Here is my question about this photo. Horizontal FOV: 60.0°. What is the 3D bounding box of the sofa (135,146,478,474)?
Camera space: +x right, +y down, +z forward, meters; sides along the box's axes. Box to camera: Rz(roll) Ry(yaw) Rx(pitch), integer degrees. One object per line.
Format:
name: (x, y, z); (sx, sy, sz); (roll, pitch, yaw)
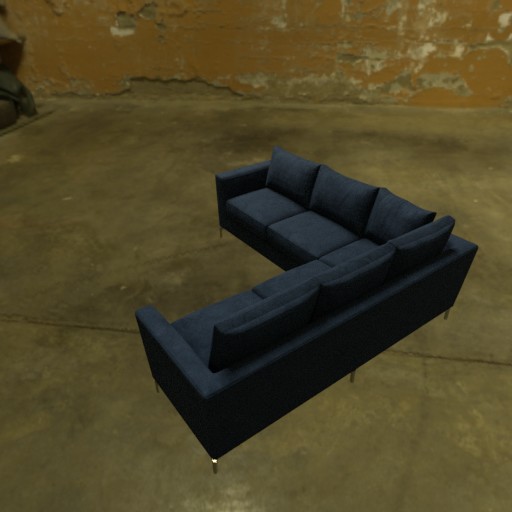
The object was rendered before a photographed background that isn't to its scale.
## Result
sofa: (0.000, 0.000, 3.761); (2.463, 0.988, 2.472); (-22, 38, -30)
